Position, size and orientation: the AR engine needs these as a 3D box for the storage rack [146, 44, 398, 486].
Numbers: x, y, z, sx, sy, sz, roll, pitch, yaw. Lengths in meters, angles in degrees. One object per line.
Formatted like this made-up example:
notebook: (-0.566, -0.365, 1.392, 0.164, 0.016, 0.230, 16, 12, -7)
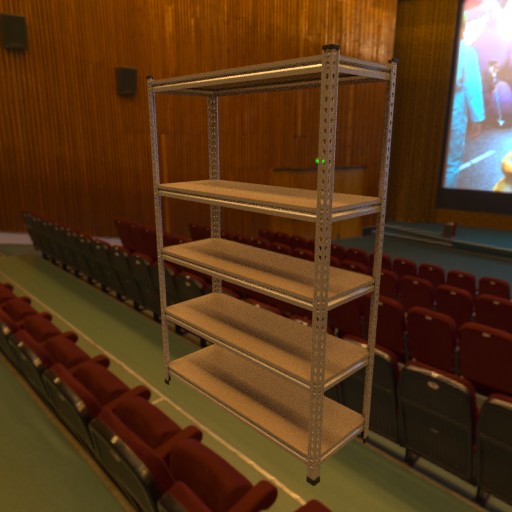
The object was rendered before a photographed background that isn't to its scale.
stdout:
storage rack: (0.000, 0.000, 2.328, 0.457, 1.829, 1.219, -14, 21, -42)
